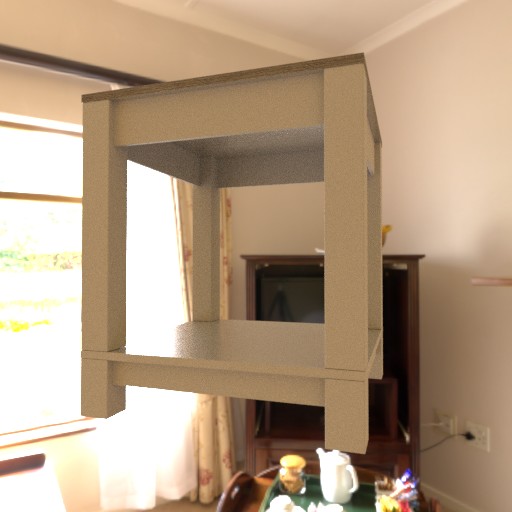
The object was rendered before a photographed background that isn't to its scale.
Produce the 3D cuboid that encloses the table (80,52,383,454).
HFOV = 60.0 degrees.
[{"bbox_3d":[0.000,0.000,0.967,0.506,0.587,0.504,0,-1,19],"label":"table"}]
